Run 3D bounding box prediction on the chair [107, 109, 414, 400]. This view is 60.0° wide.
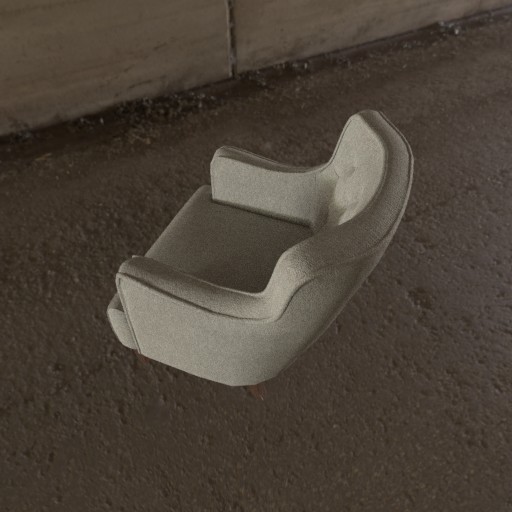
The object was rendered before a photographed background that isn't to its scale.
[{"bbox_3d":[0.000,0.000,1.624,0.910,0.920,0.820,16,49,15],"label":"chair"}]
